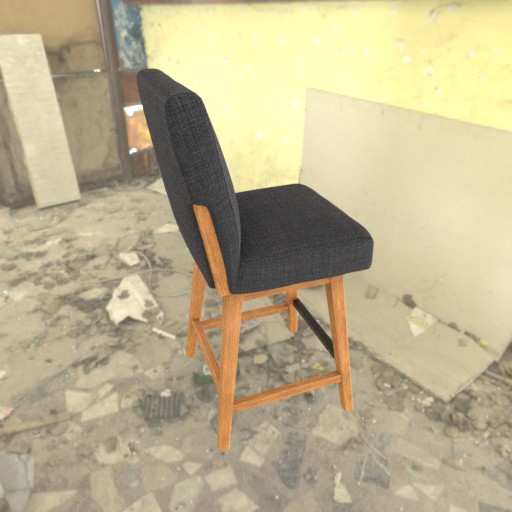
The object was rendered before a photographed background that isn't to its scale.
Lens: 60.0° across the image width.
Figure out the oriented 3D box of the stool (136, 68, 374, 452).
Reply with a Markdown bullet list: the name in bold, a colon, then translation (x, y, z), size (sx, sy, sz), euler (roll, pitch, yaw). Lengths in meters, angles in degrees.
- **stool**: translation (0.000, 0.000, 1.309), size (0.526, 1.010, 0.459), euler (-10, 31, -18)
